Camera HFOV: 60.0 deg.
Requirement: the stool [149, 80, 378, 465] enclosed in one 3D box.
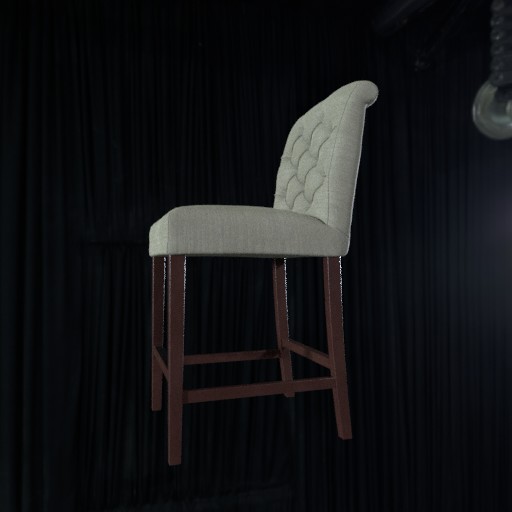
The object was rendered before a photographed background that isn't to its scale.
[{"bbox_3d":[0.000,0.000,1.464,0.660,1.084,0.486,0,-1,-19],"label":"stool"}]
